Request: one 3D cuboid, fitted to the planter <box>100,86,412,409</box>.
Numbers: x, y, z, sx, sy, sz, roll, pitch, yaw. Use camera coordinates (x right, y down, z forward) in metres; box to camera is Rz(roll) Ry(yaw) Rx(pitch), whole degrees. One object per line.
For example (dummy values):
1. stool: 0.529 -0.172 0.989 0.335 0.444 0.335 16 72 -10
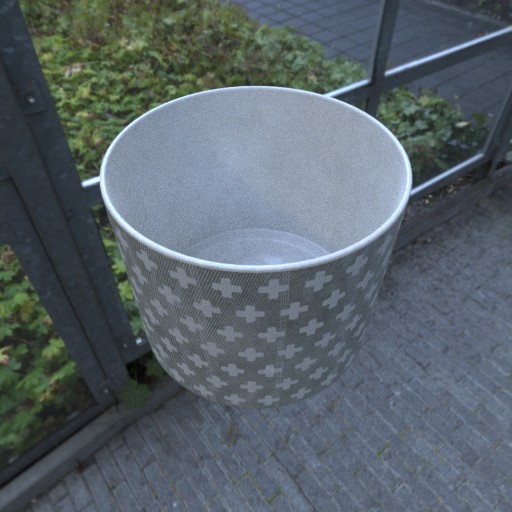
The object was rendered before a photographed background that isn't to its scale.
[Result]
1. planter: 0.000 0.000 0.450 0.250 0.239 0.250 0 47 0
